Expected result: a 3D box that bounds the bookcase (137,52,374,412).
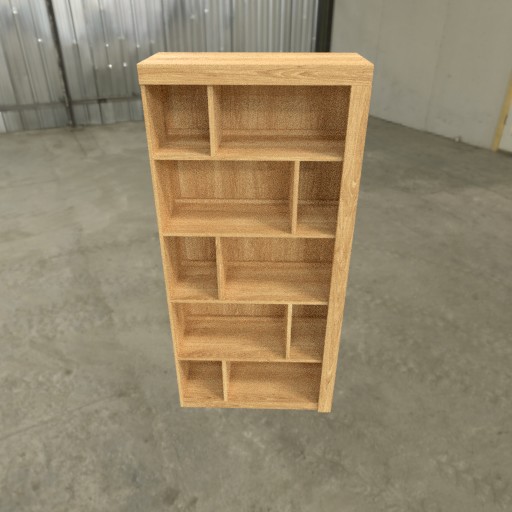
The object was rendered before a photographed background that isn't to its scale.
[{"bbox_3d":[0.000,0.000,2.460,0.950,2.020,0.420,1,31,1],"label":"bookcase"}]
